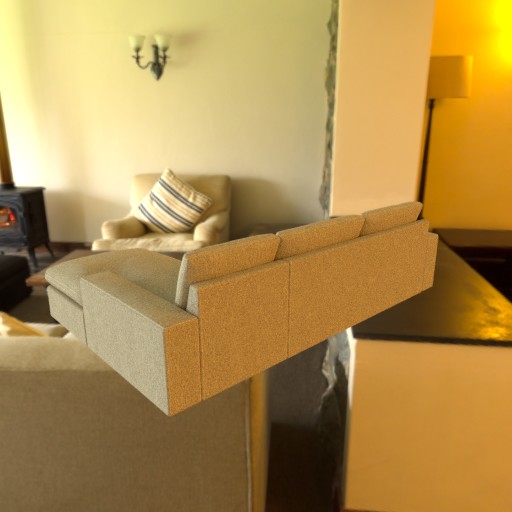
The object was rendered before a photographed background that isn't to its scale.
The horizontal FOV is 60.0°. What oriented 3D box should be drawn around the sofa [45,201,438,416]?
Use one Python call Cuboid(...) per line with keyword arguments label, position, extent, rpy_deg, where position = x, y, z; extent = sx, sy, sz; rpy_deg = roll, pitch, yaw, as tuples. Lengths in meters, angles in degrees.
Cuboid(label="sofa", position=(0.000, 0.000, 3.543), extent=(2.718, 0.813, 1.689), rpy_deg=(-15, 22, -41))
